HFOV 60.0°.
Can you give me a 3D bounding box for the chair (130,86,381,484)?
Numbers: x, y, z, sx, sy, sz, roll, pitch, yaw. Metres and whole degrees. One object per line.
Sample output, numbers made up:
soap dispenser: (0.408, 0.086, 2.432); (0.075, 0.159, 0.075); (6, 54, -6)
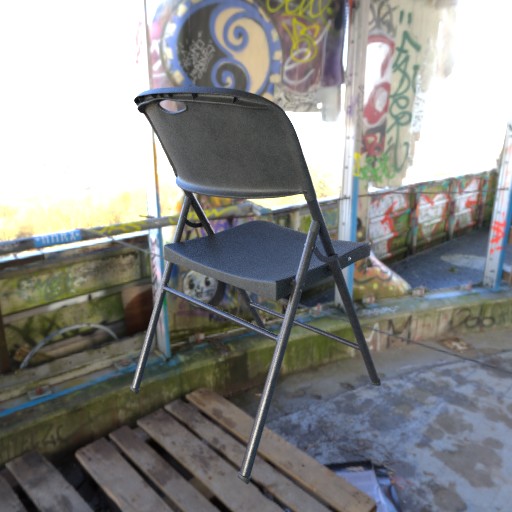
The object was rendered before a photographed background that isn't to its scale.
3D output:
chair: (0.000, 0.000, 1.180); (0.567, 0.810, 0.494); (-16, 22, -42)
